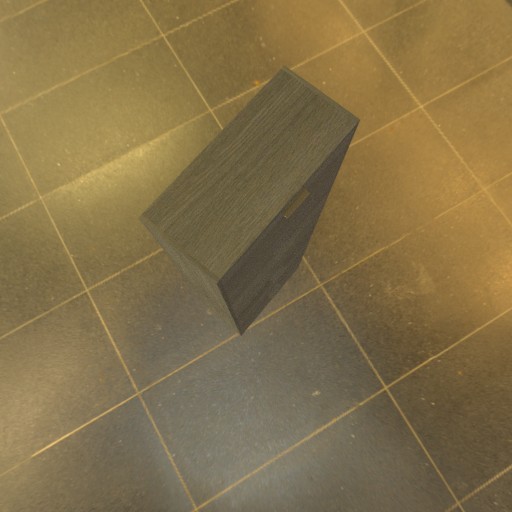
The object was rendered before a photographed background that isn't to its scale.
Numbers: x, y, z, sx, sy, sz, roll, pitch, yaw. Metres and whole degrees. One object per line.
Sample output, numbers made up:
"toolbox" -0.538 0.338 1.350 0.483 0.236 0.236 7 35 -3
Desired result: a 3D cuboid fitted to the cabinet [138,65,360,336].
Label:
"cabinet" 0.000 0.000 1.816 0.255 1.630 0.520 39 79 9
